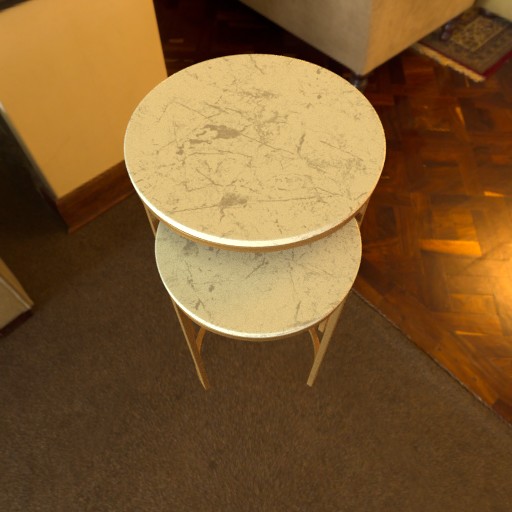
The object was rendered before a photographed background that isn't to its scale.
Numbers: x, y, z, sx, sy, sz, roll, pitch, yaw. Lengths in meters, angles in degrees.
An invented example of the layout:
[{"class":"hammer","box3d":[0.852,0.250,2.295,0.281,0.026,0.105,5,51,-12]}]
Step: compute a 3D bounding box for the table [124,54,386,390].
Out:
[{"class":"table","box3d":[0.000,0.000,0.891,0.400,0.550,0.507,-2,58,-1]}]
